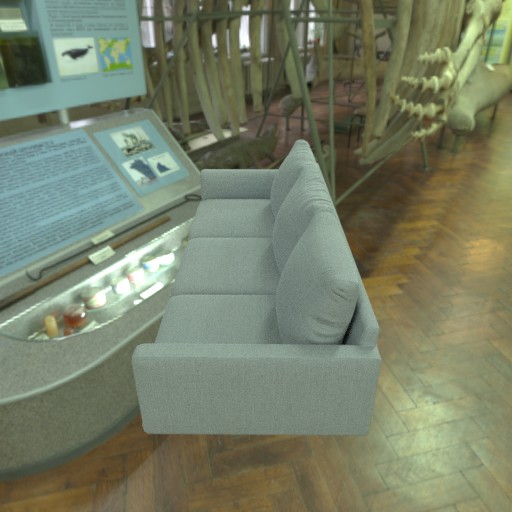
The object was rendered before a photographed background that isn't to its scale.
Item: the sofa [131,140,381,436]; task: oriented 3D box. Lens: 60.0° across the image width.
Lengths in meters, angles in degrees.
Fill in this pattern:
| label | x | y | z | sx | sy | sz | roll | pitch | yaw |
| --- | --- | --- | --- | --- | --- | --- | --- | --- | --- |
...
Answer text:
| label | x | y | z | sx | sy | sz | roll | pitch | yaw |
| --- | --- | --- | --- | --- | --- | --- | --- | --- | --- |
| sofa | 0.000 | 0.000 | 2.400 | 0.850 | 0.830 | 2.000 | 0 | 29 | 0 |
